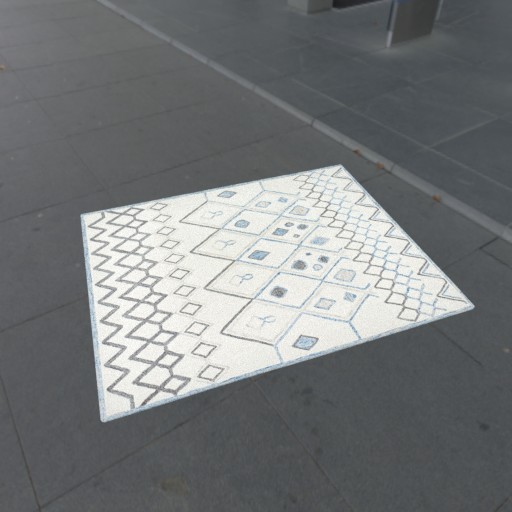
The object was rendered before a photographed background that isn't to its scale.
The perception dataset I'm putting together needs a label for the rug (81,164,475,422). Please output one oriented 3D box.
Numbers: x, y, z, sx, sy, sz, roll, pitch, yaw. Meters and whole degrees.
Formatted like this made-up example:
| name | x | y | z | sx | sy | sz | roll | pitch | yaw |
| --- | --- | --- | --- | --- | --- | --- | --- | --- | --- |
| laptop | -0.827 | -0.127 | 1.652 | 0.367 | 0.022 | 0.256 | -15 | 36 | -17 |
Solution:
| name | x | y | z | sx | sy | sz | roll | pitch | yaw |
| --- | --- | --- | --- | --- | --- | --- | --- | --- | --- |
| rug | 0.000 | 0.000 | 4.192 | 3.056 | 0.013 | 2.441 | -13 | 44 | -14 |
